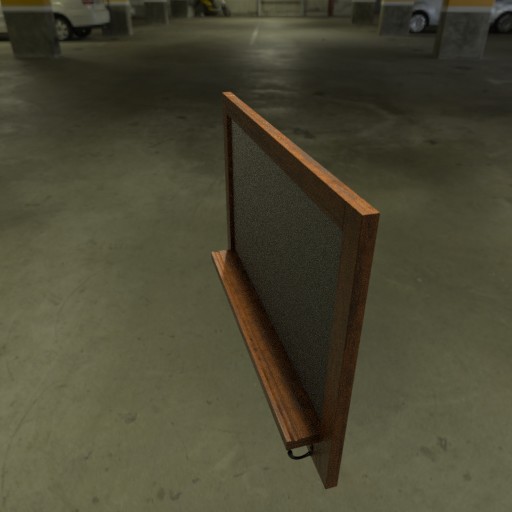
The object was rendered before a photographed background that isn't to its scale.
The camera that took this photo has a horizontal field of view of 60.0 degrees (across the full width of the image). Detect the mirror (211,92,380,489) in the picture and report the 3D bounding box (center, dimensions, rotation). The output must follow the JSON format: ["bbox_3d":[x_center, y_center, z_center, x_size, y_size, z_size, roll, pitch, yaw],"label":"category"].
[{"bbox_3d":[0.000,0.000,0.956,0.084,0.537,0.758,-8,32,-14],"label":"mirror"}]
